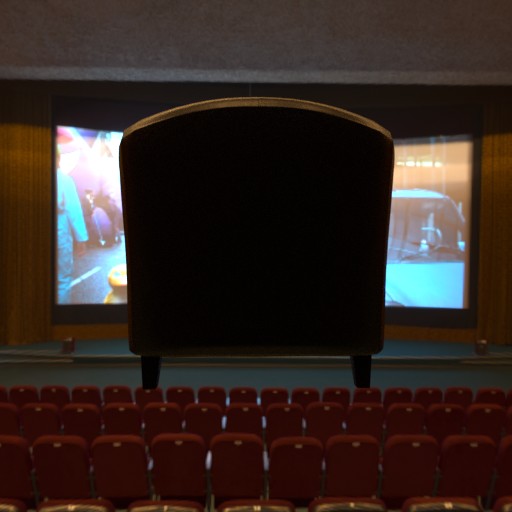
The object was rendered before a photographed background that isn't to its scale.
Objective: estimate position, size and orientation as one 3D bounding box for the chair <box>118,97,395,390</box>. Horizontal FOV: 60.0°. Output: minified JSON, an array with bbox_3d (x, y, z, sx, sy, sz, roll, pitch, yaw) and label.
[{"bbox_3d":[0.000,0.000,1.383,0.793,0.756,0.727,0,0,-1],"label":"chair"}]
